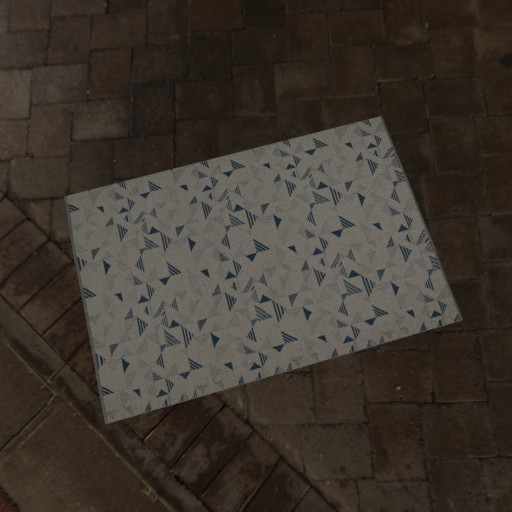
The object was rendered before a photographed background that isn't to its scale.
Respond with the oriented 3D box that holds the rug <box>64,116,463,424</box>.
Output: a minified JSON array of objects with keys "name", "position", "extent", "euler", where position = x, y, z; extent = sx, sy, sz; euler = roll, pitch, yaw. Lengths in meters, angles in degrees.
[{"name":"rug","position":[0.000,0.000,2.319],"extent":[1.835,0.003,1.206],"euler":[-15,76,-4]}]
